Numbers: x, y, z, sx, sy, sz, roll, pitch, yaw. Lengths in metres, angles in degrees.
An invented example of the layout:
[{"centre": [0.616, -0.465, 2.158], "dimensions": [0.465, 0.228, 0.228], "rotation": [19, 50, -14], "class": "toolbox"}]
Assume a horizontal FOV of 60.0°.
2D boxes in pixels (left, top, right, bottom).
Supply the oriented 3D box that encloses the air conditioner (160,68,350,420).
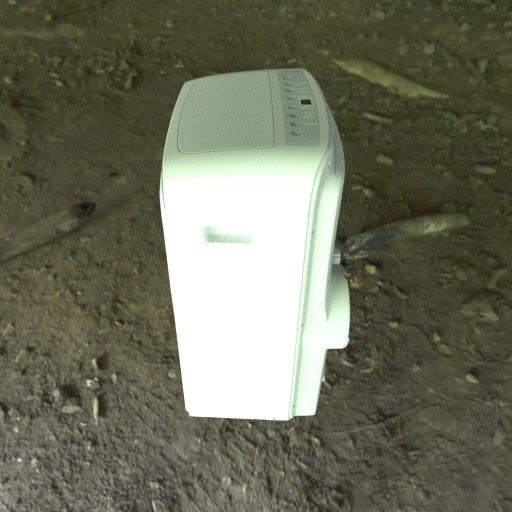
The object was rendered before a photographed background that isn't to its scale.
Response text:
[{"centre": [0.000, 0.000, 0.983], "dimensions": [0.365, 0.700, 0.454], "rotation": [-1, 42, -1], "class": "air conditioner"}]
